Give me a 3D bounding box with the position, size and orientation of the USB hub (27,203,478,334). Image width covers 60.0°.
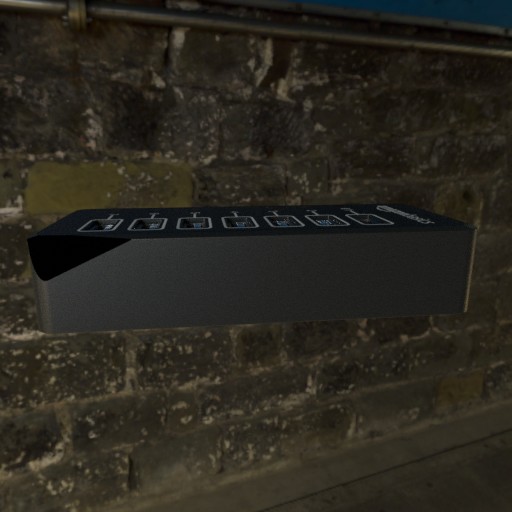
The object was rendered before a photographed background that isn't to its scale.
[{"bbox_3d":[0.000,0.000,0.128,0.110,0.023,0.044,-2,15,-7],"label":"USB hub"}]
